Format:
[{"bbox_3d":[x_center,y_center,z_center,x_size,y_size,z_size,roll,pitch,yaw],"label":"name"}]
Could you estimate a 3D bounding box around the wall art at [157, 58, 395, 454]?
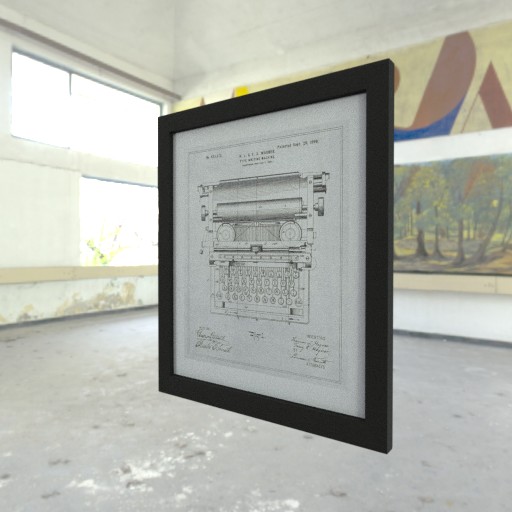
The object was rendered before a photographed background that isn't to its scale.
[{"bbox_3d":[0.000,0.000,0.702,0.432,0.508,0.021,1,1,36],"label":"wall art"}]
